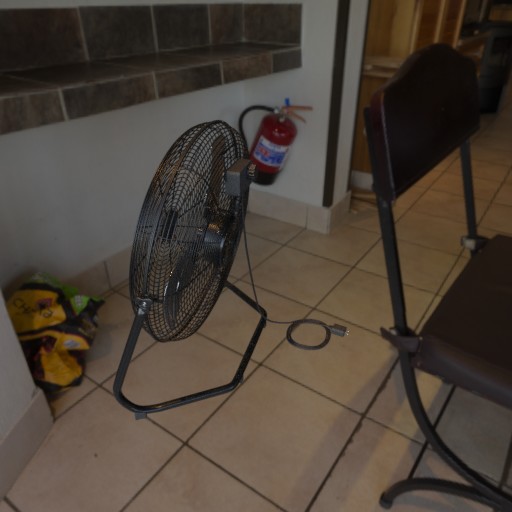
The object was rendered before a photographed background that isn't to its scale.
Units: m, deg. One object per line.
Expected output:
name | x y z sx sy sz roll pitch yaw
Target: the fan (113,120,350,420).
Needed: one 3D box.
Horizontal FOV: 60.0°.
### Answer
fan | 0.000 0.000 0.946 0.424 0.546 0.555 8 31 14
